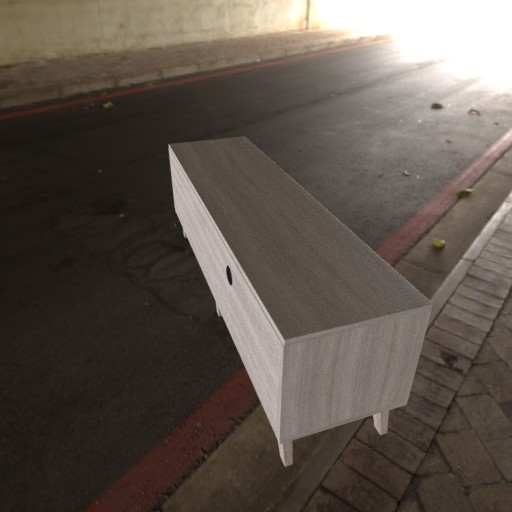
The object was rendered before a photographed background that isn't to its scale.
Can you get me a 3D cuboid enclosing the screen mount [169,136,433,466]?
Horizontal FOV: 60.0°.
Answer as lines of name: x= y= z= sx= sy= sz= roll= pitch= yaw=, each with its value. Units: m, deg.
screen mount: x=0.000 y=0.000 z=1.770 sx=0.401 sy=0.509 sz=1.500 roll=-10 pitch=33 yaw=-16
